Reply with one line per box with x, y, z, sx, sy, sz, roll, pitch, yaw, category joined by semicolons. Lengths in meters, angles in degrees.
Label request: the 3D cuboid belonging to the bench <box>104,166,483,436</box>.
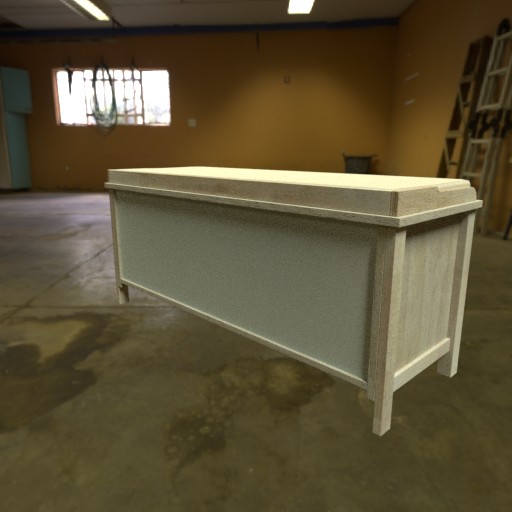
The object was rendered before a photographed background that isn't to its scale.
0.000;0.000;1.365;0.398;0.501;1.140;-13;19;-43;bench
